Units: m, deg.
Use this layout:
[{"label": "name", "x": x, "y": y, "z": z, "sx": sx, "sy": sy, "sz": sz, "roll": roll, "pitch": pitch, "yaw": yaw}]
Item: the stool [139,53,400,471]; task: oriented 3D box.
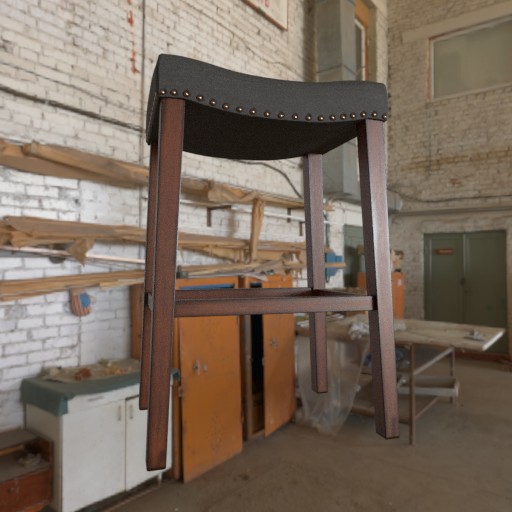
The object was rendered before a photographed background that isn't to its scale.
[{"label": "stool", "x": 0.000, "y": 0.000, "z": 1.011, "sx": 0.502, "sy": 0.748, "sz": 0.366, "roll": 0, "pitch": -1, "yaw": -17}]
